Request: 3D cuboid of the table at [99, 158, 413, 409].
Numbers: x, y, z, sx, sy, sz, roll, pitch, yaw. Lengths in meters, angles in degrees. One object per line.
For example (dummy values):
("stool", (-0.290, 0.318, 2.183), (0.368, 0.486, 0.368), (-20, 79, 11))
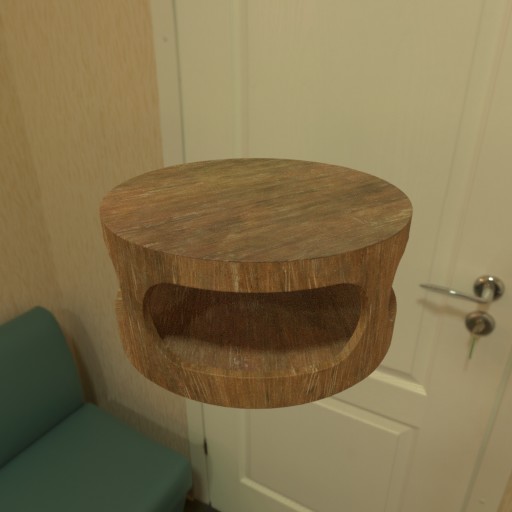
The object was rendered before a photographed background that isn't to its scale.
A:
("table", (0.000, 0.000, 1.542), (0.974, 0.450, 0.974), (0, 26, 0))
